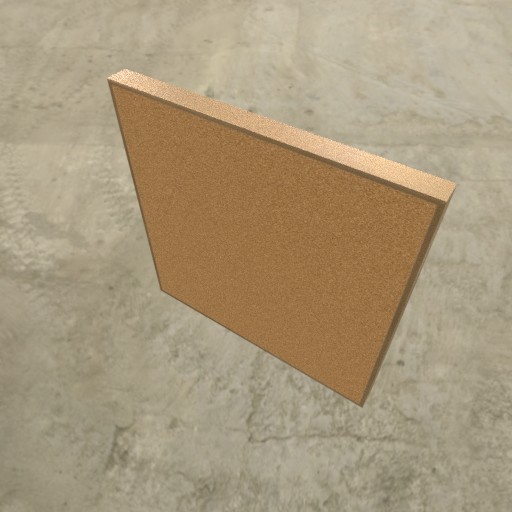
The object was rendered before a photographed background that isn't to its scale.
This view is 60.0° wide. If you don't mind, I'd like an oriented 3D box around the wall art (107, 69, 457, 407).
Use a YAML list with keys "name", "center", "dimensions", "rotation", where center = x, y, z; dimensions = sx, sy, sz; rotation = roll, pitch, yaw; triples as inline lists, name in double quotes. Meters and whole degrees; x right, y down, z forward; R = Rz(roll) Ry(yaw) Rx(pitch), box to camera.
- name: "wall art"
  center: [0.000, 0.000, 0.765]
  dimensions: [0.513, 0.511, 0.038]
  rotation: [26, 52, 22]
